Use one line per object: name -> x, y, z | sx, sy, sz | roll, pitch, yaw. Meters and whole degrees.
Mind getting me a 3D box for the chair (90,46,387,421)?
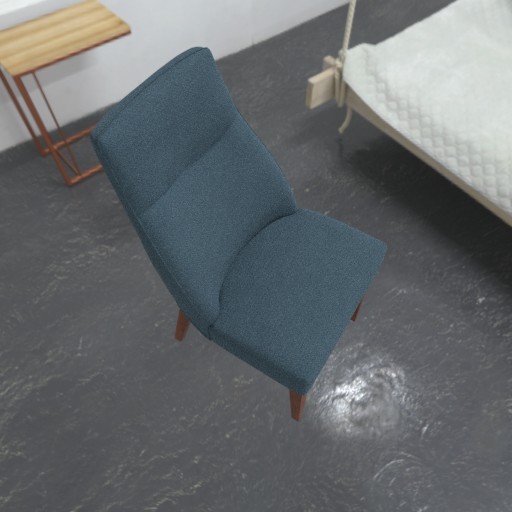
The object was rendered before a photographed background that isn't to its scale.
chair -> 0.000, 0.000, 1.262 | 0.620, 0.930, 0.500 | 28, 62, 17
